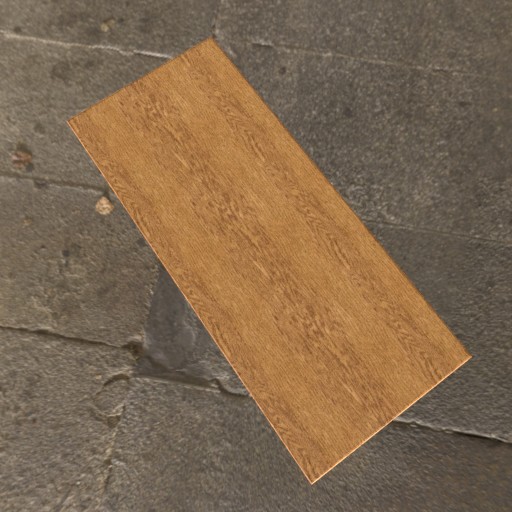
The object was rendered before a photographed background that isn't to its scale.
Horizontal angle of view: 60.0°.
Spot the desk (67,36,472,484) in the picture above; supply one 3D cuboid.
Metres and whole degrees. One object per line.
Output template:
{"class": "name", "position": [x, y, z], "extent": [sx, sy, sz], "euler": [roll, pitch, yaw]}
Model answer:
{"class": "desk", "position": [0.000, 0.000, 1.958], "extent": [0.685, 0.751, 1.567], "euler": [-34, 78, -9]}
